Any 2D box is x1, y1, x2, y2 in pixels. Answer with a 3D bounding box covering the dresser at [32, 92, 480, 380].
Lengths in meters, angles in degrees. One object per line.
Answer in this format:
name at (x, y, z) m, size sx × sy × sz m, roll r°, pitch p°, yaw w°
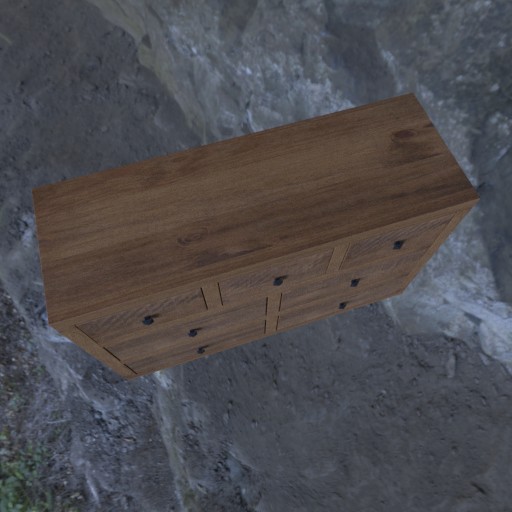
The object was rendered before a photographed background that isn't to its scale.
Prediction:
dresser at (0.000, 0.000, 1.682) m, size 1.261 × 0.825 × 0.479 m, roll -16°, pitch 65°, yaw -8°
